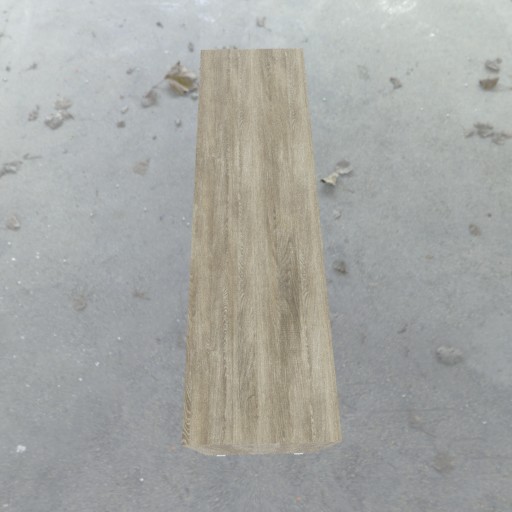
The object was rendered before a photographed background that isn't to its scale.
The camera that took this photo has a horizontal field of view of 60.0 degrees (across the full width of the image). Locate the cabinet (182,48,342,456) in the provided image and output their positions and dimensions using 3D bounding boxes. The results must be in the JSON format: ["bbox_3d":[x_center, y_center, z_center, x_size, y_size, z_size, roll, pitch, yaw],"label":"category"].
[{"bbox_3d":[0.000,0.000,1.984,0.450,0.870,1.600,-1,64,-1],"label":"cabinet"}]
